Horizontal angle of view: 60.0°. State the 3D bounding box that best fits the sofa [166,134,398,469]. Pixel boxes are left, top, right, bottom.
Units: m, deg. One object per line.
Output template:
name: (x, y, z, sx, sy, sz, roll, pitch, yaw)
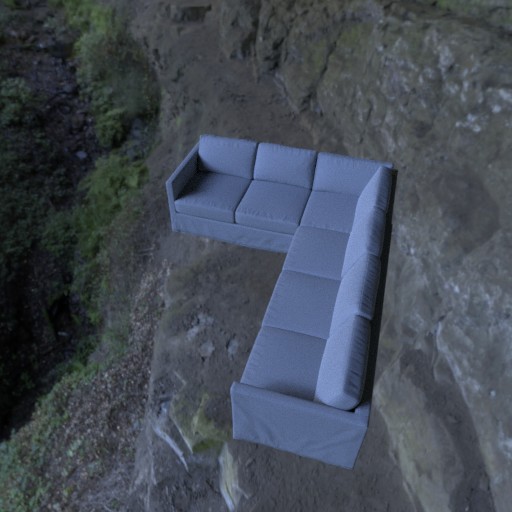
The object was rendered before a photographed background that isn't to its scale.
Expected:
sofa: (0.000, 0.000, 4.311, 2.432, 0.871, 3.182, 12, 44, 12)
